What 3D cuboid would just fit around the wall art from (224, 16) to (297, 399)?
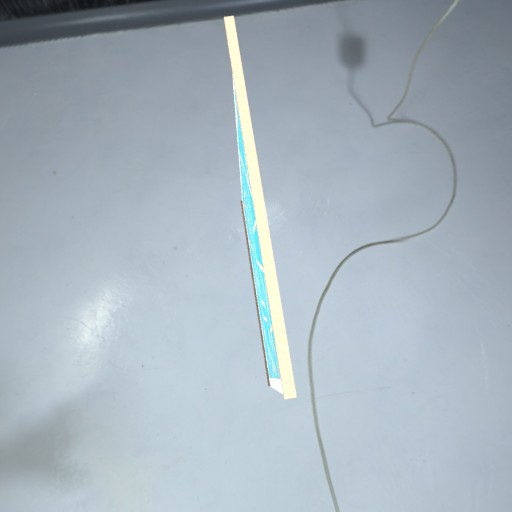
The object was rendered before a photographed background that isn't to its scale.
[{"bbox_3d":[0.000,0.000,0.786,0.012,0.608,0.459,-8,75,-2],"label":"wall art"}]
